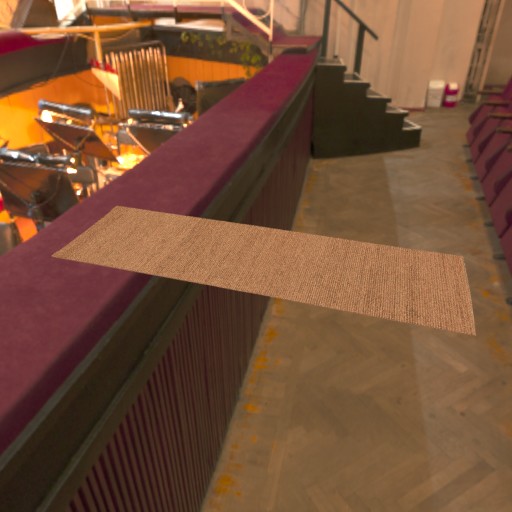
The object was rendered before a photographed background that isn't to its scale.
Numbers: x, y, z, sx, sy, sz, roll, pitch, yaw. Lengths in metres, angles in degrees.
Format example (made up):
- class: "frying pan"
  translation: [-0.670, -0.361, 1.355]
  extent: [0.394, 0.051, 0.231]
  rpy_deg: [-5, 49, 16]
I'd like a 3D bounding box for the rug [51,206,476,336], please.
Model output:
- class: "rug"
  translation: [0.000, 0.000, 2.667]
  extent: [2.390, 0.014, 0.741]
  rpy_deg: [9, 33, 15]
